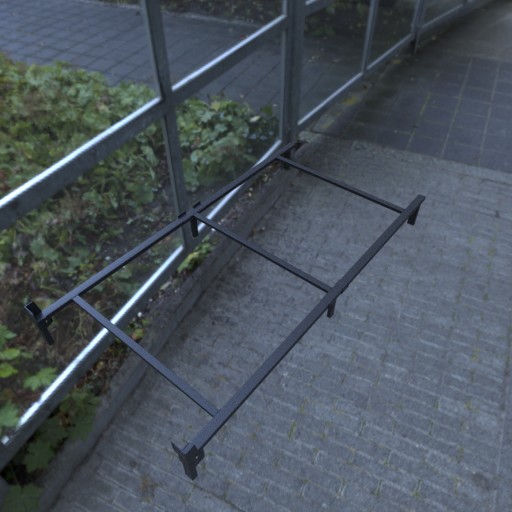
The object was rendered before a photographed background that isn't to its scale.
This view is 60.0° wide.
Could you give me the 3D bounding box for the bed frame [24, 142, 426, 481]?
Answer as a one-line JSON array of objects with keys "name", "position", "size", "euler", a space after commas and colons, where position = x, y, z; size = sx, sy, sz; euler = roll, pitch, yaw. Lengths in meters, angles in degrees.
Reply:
[{"name": "bed frame", "position": [0.000, 0.000, 2.254], "size": [0.968, 0.248, 1.897], "euler": [30, 52, 27]}]
